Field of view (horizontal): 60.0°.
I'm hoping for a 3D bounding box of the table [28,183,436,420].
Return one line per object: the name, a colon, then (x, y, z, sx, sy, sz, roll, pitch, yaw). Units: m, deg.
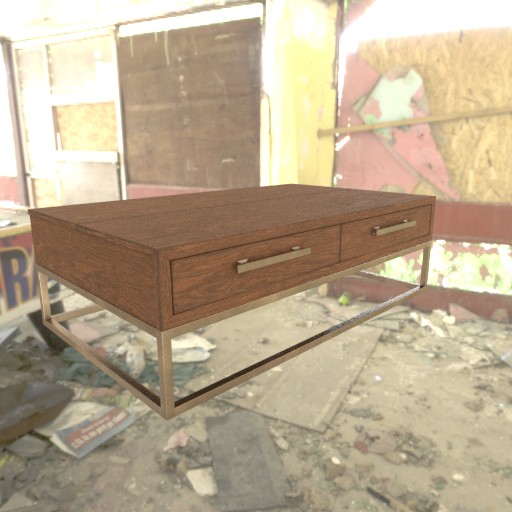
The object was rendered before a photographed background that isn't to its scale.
table: (0.000, 0.000, 1.488, 1.167, 0.361, 0.719, -14, 20, -43)
